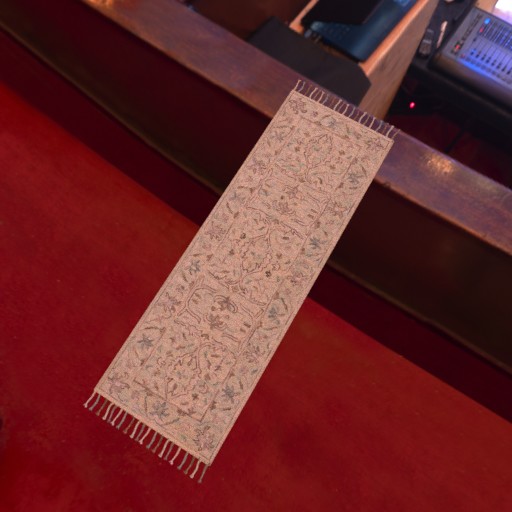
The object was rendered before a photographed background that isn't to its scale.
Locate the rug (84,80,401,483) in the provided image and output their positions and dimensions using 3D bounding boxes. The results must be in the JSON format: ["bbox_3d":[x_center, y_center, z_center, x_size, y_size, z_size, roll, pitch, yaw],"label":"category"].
[{"bbox_3d":[0.000,0.000,2.666,0.769,0.013,2.440,30,76,8],"label":"rug"}]
